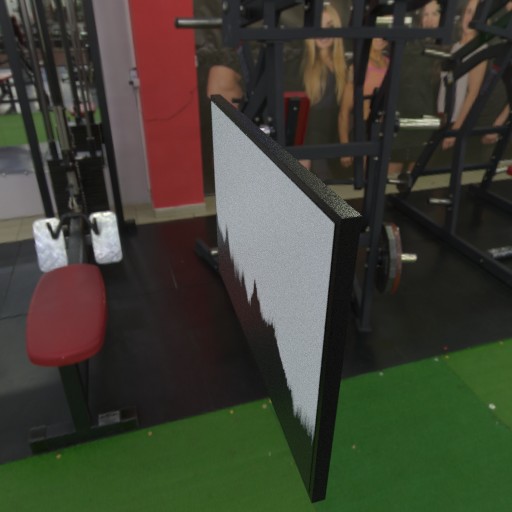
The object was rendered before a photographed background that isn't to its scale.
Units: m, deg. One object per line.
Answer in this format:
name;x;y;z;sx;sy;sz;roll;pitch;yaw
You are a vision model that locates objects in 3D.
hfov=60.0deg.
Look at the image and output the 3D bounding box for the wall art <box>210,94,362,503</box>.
wall art;0.000;0.000;0.798;0.022;0.446;0.659;-8;31;-14
